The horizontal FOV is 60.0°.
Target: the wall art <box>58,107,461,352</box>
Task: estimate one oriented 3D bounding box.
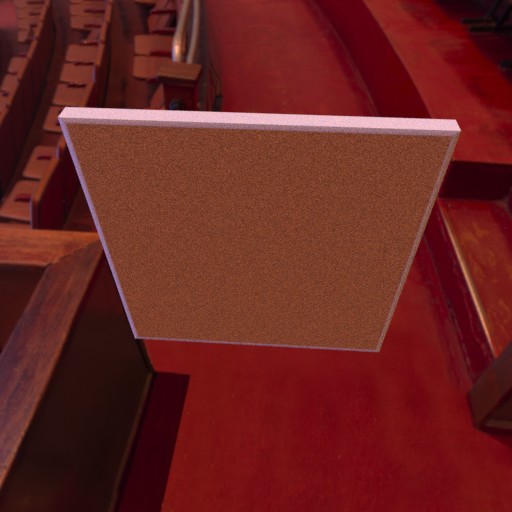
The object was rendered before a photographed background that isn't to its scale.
[{"bbox_3d":[0.000,0.000,1.131,0.768,0.765,0.041,3,46,3],"label":"wall art"}]
